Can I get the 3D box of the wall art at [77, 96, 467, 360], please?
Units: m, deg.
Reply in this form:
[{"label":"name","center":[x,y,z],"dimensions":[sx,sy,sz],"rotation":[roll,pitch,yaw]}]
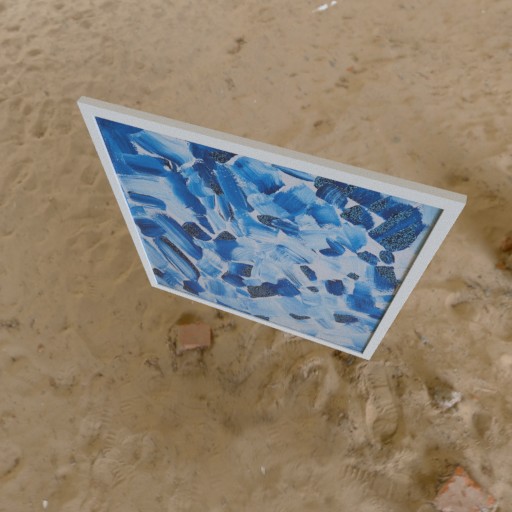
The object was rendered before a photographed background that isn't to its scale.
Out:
[{"label":"wall art","center":[0.000,0.000,0.687],"dimensions":[0.457,0.457,0.012],"rotation":[17,59,11]}]
